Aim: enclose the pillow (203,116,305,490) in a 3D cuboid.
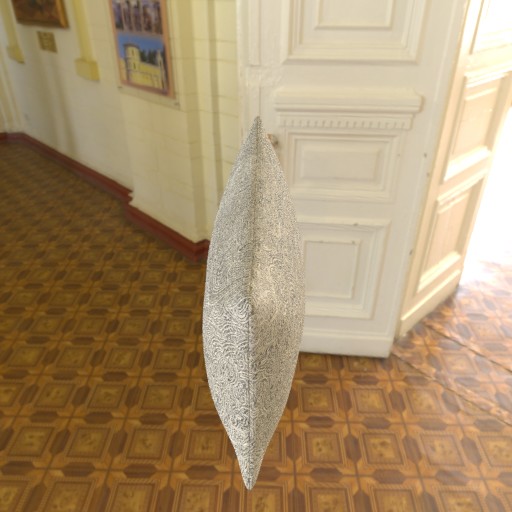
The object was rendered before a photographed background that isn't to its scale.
[{"bbox_3d":[0.000,0.000,0.725,0.151,0.295,0.615,0,32,1],"label":"pillow"}]
